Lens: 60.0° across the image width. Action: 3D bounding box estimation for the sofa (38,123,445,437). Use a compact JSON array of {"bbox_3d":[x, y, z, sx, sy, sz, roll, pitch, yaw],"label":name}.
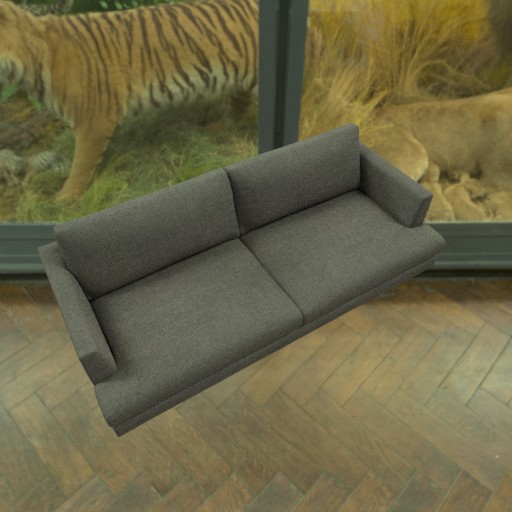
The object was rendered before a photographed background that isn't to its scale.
[{"bbox_3d":[0.000,0.000,2.713,2.250,0.868,1.020,-24,51,-21],"label":"sofa"}]
